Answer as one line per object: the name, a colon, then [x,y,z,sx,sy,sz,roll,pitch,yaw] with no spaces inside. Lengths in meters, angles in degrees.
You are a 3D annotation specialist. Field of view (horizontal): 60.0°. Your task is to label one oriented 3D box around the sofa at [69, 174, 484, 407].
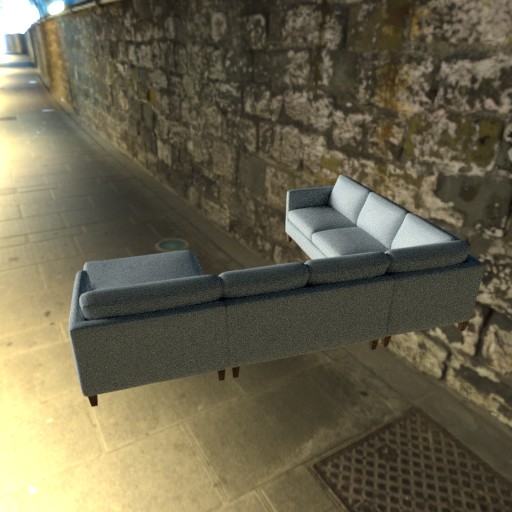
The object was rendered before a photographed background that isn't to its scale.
sofa: [0.000,0.000,4.559,3.403,0.889,2.551,-7,27,-15]
